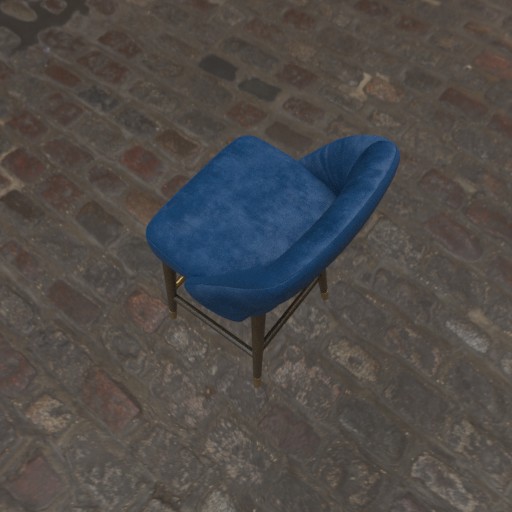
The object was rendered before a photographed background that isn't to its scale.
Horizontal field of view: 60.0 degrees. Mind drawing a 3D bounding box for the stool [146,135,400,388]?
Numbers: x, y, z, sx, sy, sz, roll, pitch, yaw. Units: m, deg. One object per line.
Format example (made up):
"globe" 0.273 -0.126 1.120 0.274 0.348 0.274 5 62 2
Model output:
"stool" 0.000 0.000 1.321 0.515 1.016 0.514 36 69 16
